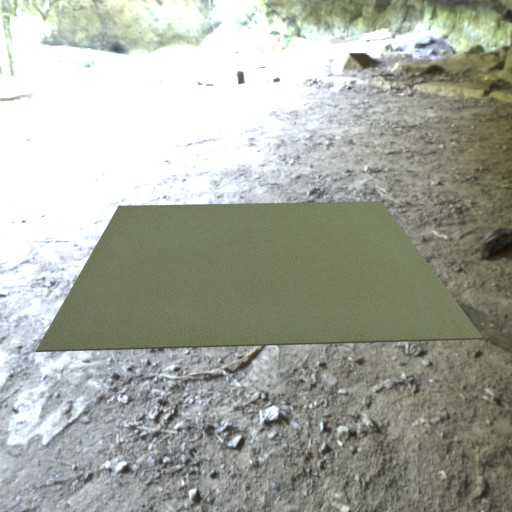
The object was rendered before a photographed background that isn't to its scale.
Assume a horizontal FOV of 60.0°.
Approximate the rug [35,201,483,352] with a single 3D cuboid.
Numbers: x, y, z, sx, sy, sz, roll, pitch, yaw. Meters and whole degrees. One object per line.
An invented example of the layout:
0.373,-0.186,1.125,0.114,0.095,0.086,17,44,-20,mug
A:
0.000,0.000,3.446,2.584,0.011,2.073,-1,30,-2,rug
